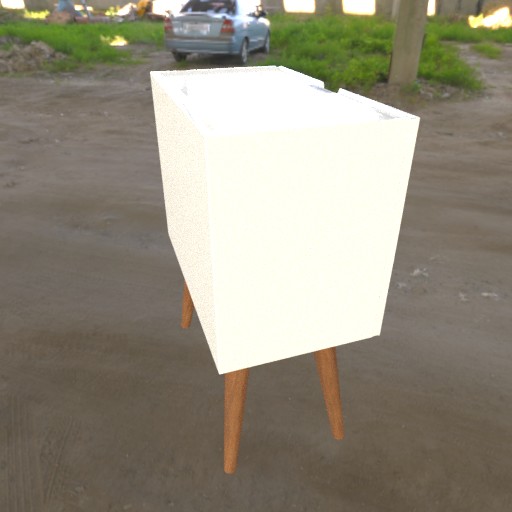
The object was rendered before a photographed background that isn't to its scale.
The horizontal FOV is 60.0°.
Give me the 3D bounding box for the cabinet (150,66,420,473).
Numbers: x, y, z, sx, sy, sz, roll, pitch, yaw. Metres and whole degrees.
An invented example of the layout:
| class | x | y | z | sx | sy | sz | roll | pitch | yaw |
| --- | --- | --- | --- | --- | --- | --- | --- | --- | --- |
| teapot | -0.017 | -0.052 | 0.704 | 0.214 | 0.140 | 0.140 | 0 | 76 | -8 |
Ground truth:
| class | x | y | z | sx | sy | sz | roll | pitch | yaw |
| --- | --- | --- | --- | --- | --- | --- | --- | --- | --- |
| cabinet | 0.000 | 0.000 | 1.080 | 0.344 | 0.772 | 0.591 | -10 | 32 | -16 |
